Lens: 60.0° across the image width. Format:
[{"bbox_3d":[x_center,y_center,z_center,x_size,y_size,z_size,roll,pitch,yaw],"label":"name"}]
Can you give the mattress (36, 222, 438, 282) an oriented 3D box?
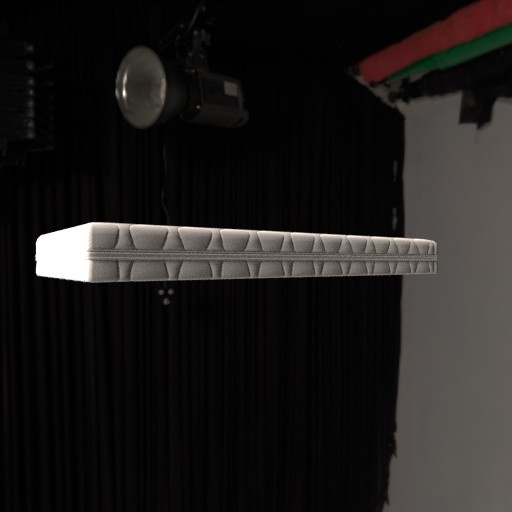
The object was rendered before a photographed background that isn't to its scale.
[{"bbox_3d":[0.000,0.000,2.378,2.000,0.200,0.900,1,-1,-36],"label":"mattress"}]
